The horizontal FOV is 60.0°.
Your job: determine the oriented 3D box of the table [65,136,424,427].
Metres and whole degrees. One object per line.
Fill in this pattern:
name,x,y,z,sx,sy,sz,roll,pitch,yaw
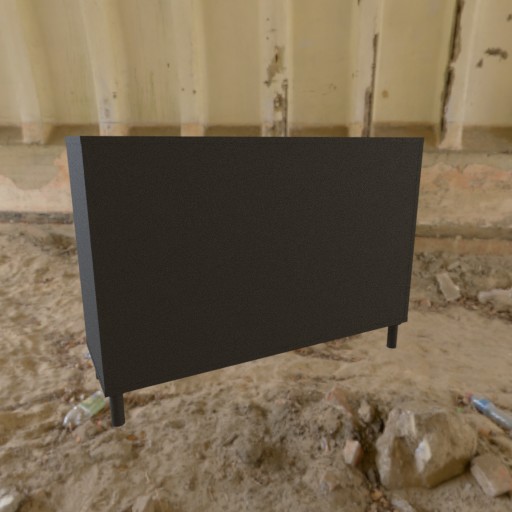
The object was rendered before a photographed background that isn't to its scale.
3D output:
table,0.000,0.000,1.651,1.200,0.855,0.400,-8,16,-27
